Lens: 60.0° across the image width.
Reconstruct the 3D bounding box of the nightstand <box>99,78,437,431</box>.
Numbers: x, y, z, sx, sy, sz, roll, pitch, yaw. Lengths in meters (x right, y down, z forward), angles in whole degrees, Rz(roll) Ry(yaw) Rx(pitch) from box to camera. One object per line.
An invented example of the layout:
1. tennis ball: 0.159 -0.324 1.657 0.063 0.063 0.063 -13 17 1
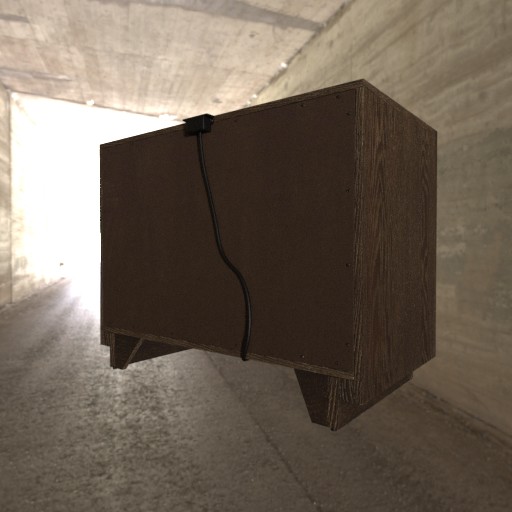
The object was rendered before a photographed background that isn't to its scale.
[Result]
1. nightstand: 0.000 0.000 1.148 0.775 0.612 0.457 1 1 38
